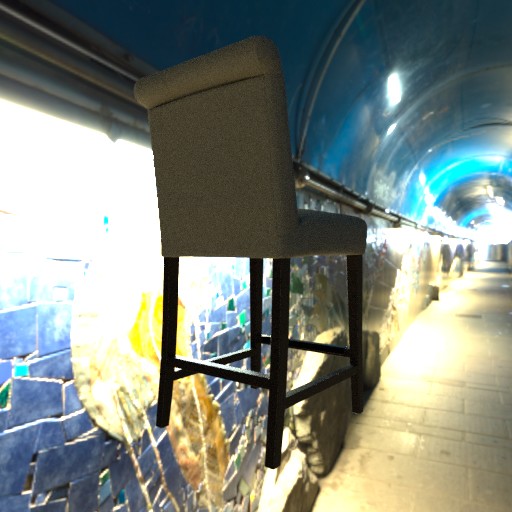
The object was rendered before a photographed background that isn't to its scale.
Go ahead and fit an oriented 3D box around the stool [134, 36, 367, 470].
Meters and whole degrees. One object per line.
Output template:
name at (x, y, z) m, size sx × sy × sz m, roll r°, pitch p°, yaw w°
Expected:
stool at (0.000, 0.000, 1.371) m, size 0.493 × 1.040 × 0.601 m, roll 1°, pitch 1°, yaw 38°
